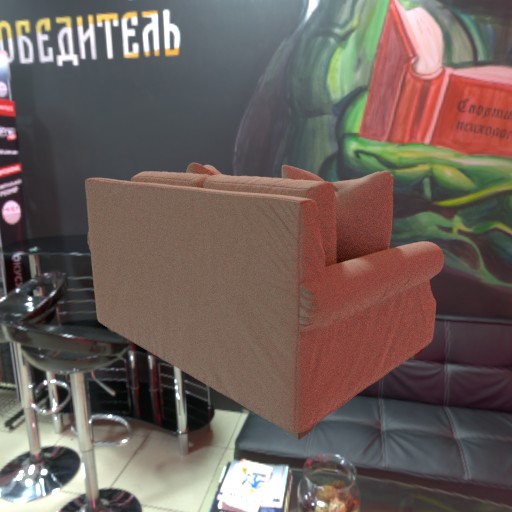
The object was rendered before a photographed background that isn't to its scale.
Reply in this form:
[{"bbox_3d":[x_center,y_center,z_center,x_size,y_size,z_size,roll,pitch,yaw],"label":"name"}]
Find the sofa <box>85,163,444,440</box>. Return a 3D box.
[{"bbox_3d":[0.000,0.000,2.199,1.070,0.905,1.550,-13,19,-43],"label":"sofa"}]
